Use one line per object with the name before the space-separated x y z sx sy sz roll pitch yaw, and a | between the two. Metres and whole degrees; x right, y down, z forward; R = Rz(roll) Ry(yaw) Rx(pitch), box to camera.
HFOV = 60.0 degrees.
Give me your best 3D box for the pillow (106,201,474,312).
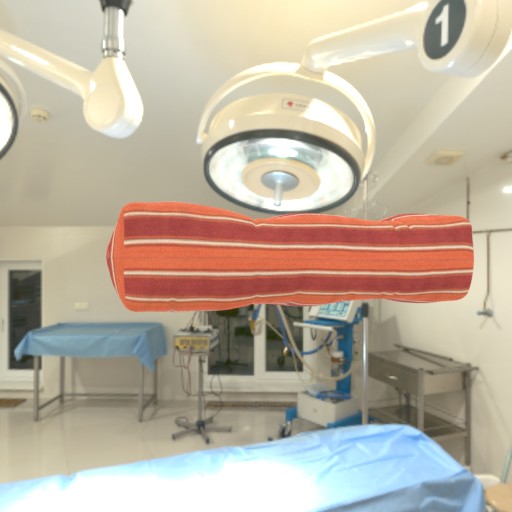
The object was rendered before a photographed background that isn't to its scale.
pillow | 0.000 0.000 0.732 0.468 0.133 0.490 0 0 -19
